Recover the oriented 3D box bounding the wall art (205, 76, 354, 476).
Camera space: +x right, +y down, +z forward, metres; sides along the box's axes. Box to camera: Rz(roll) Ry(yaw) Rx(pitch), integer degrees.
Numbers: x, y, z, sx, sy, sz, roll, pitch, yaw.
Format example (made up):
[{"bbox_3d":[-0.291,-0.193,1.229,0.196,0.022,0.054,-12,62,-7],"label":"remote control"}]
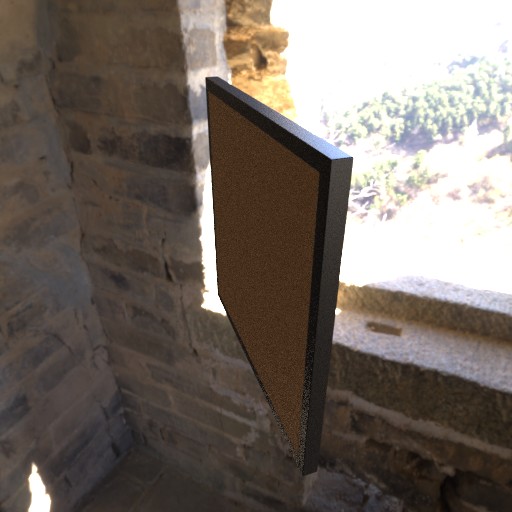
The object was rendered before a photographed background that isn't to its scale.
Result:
[{"bbox_3d":[0.000,0.000,1.156,0.038,0.765,0.765,-10,32,-17],"label":"wall art"}]
